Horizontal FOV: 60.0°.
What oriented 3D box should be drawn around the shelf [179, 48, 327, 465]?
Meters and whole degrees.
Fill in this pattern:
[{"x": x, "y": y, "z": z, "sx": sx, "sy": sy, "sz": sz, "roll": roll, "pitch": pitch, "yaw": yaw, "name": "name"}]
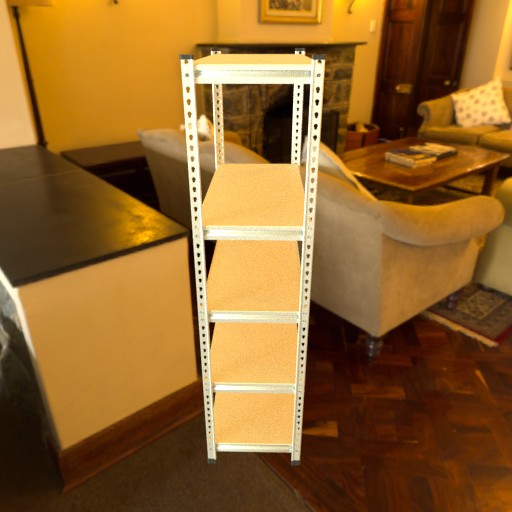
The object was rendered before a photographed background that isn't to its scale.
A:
[{"x": 0.000, "y": 0.000, "z": 2.175, "sx": 0.457, "sy": 1.829, "sz": 0.914, "roll": 1, "pitch": 26, "yaw": 1, "name": "shelf"}]
